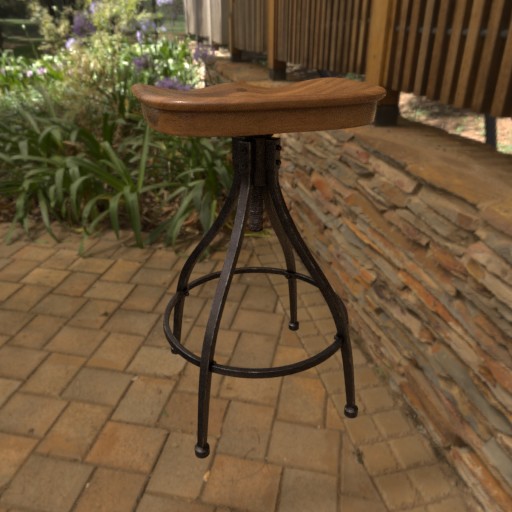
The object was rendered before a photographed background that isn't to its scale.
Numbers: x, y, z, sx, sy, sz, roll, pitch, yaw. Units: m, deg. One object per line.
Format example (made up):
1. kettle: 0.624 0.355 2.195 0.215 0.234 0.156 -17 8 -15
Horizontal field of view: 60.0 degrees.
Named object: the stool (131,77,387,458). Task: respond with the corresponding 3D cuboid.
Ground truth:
1. stool: 0.000 0.000 0.956 0.432 0.694 0.424 -8 28 -16
